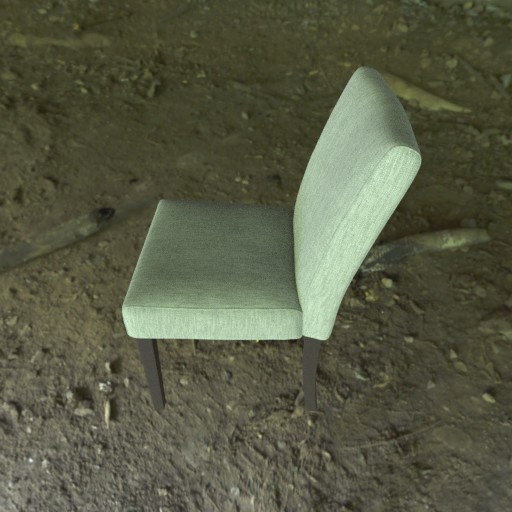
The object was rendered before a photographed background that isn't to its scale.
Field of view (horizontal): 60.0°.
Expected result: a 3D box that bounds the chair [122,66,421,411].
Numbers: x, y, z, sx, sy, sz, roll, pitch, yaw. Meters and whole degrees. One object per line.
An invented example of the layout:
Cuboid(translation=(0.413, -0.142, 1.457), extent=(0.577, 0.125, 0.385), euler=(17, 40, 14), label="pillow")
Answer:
Cuboid(translation=(0.000, 0.000, 1.220), extent=(0.629, 0.884, 0.487), euler=(1, 41, 1), label="chair")
